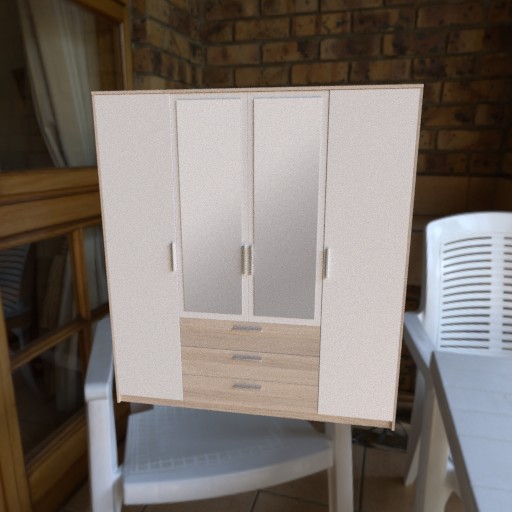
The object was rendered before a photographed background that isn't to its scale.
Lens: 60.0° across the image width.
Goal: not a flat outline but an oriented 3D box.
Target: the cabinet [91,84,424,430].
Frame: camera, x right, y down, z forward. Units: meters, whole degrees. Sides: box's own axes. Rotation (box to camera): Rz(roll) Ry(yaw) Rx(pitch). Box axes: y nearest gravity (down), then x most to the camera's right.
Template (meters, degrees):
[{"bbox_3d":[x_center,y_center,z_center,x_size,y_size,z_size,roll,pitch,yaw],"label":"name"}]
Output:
[{"bbox_3d":[0.000,0.000,2.986,1.870,2.060,0.620,2,14,10],"label":"cabinet"}]
